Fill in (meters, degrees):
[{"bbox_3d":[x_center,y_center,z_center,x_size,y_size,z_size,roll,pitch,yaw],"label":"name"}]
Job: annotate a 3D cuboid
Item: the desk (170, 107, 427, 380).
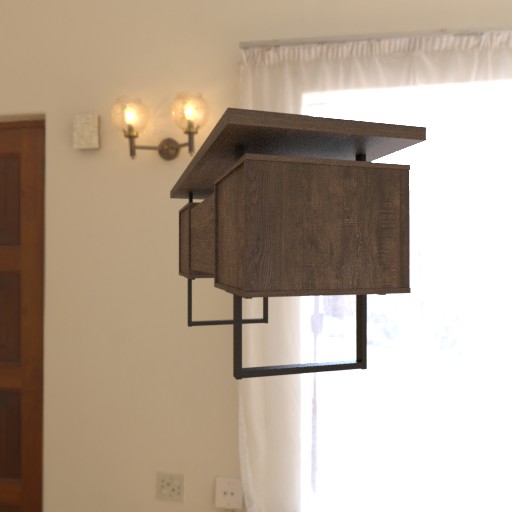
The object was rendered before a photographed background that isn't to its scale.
[{"bbox_3d":[0.000,0.000,1.953,0.600,0.760,1.524,0,0,-16],"label":"desk"}]
